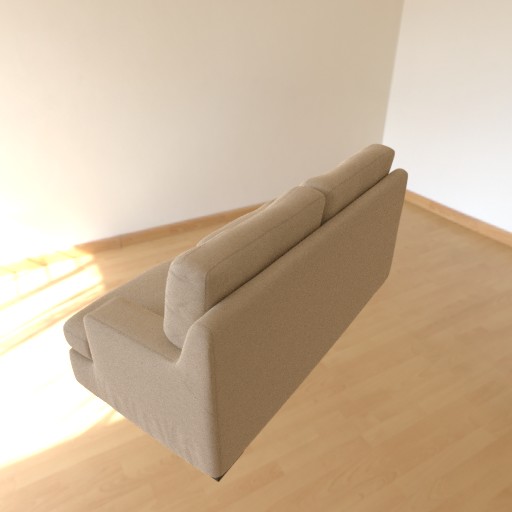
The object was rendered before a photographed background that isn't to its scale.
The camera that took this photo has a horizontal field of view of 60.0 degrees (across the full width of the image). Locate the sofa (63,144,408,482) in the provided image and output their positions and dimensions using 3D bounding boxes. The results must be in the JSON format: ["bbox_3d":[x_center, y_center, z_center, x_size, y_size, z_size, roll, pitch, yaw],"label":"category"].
[{"bbox_3d":[0.000,0.000,2.411,0.962,0.967,1.885,20,35,30],"label":"sofa"}]
